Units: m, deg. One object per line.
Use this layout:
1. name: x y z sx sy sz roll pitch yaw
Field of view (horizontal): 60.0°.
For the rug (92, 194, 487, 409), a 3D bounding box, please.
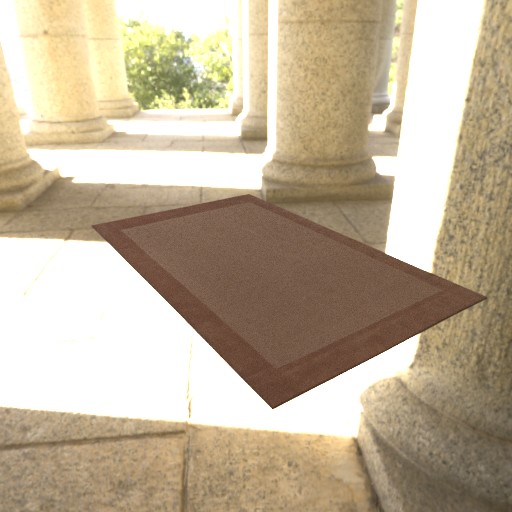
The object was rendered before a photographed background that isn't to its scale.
1. rug: 0.000 0.000 3.042 1.524 0.014 2.438 -16 29 -31
